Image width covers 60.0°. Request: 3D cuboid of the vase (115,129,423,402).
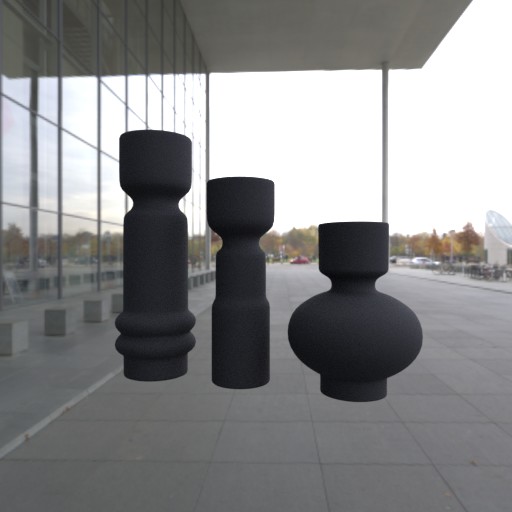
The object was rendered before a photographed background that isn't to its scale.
[{"bbox_3d":[0.000,0.000,0.435,0.307,0.249,0.120,0,0,18],"label":"vase"}]
